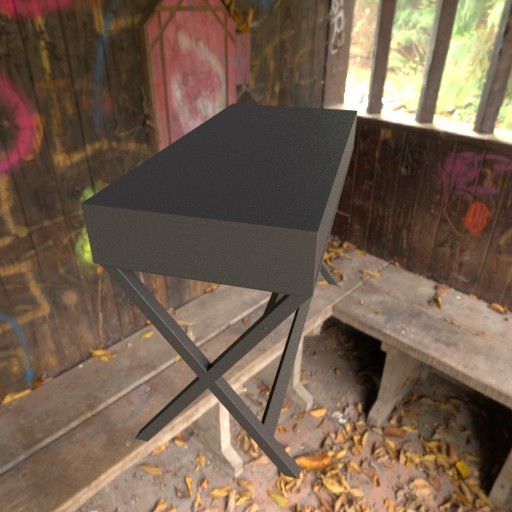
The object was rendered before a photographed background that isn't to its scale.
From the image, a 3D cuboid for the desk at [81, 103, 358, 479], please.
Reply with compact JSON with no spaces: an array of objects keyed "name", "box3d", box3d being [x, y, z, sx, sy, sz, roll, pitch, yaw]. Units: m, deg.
[{"name":"desk","box3d":[0.000,0.000,1.521,0.525,0.780,1.057,8,31,13]}]
